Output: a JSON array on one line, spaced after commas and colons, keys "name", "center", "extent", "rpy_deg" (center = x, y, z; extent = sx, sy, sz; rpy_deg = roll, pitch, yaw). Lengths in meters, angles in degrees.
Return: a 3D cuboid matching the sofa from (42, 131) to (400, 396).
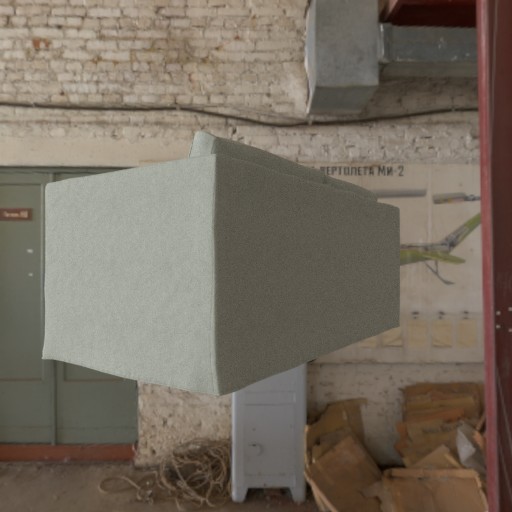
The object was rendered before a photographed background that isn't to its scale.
[{"name": "sofa", "center": [0.000, 0.000, 2.223], "extent": [0.944, 0.830, 1.727], "rpy_deg": [0, 0, 35]}]
